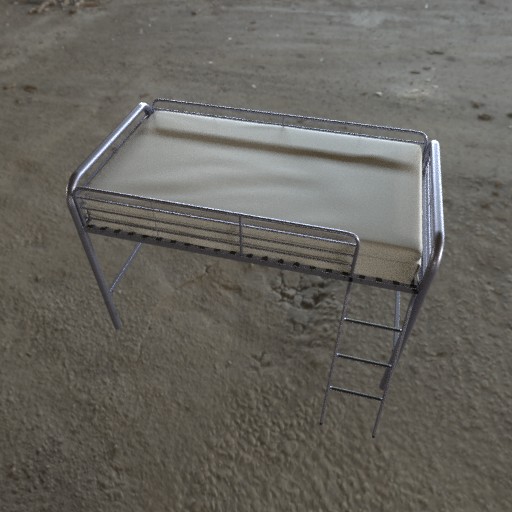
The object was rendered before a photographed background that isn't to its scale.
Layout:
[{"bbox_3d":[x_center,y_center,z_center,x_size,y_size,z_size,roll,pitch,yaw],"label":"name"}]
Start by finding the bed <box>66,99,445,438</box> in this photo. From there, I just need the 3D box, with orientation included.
[{"bbox_3d":[0.000,0.000,2.871,1.965,1.288,1.415,10,46,10],"label":"bed"}]
